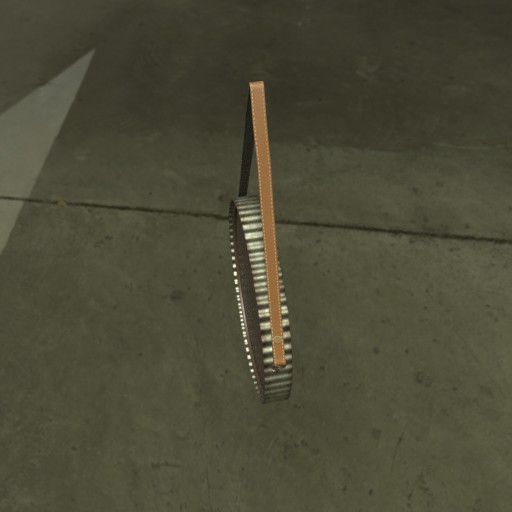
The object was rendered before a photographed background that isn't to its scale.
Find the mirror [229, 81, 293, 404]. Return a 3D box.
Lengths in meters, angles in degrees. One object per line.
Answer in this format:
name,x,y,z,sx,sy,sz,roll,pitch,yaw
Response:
mirror,0.000,0.000,0.704,0.042,0.568,0.355,-8,47,-8
